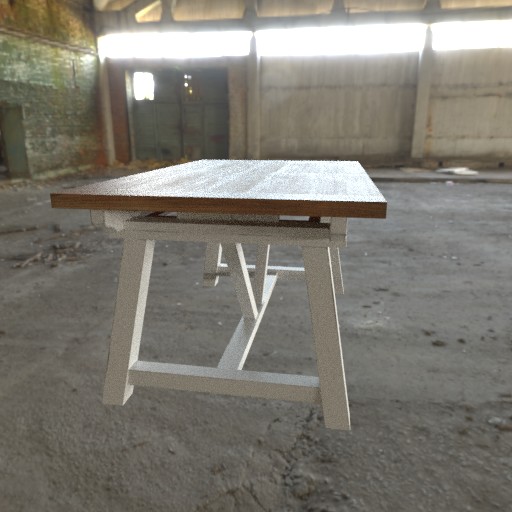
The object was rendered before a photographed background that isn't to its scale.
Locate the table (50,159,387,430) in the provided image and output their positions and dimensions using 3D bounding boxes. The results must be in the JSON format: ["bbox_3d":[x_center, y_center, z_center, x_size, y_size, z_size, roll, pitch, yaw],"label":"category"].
[{"bbox_3d":[0.000,0.000,1.989,0.922,0.743,1.503,3,16,9],"label":"table"}]
